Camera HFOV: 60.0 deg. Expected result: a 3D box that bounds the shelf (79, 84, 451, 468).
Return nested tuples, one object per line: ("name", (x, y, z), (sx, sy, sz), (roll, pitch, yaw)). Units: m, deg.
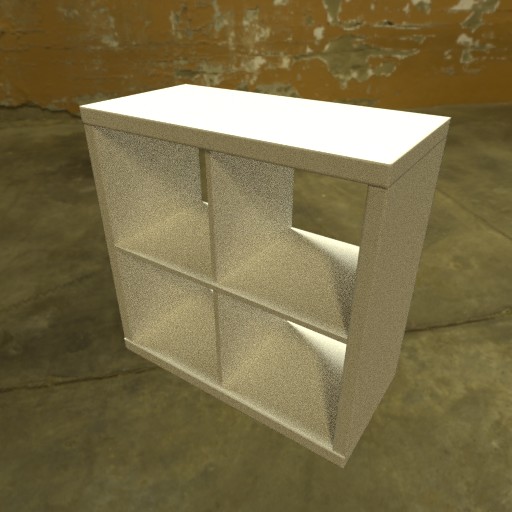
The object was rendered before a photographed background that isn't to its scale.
("shelf", (0.000, 0.000, 1.240), (0.790, 0.786, 0.390), (19, 35, 29))
